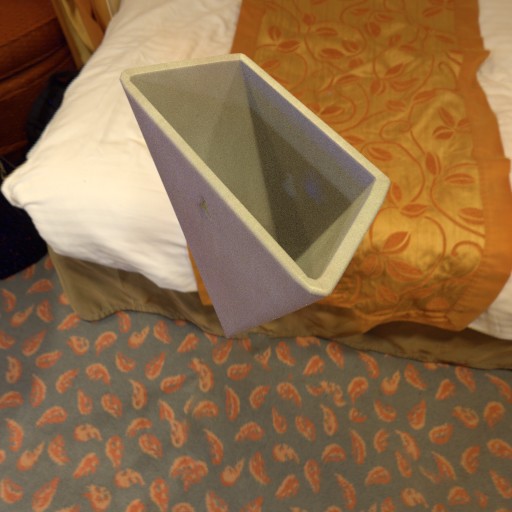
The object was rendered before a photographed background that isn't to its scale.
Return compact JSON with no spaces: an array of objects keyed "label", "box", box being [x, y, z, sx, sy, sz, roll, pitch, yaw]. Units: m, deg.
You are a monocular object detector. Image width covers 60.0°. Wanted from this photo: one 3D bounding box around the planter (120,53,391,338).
[{"label":"planter","box":[0.000,0.000,0.274,0.060,0.197,0.150,-32,64,-18]}]
